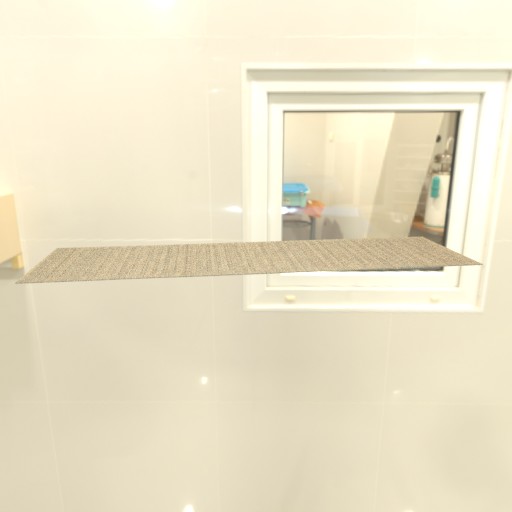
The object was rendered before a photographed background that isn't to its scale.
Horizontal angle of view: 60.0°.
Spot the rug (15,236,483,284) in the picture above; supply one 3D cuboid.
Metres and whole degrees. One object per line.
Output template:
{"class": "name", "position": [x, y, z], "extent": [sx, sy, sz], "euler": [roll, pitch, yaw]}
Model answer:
{"class": "rug", "position": [0.000, 0.000, 2.615], "extent": [2.437, 0.005, 0.688], "euler": [-2, 16, -7]}
